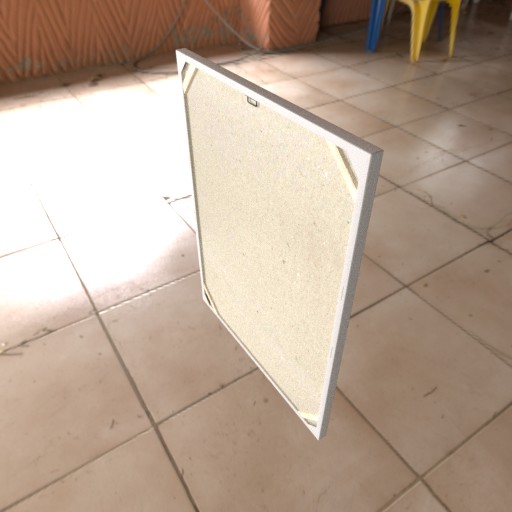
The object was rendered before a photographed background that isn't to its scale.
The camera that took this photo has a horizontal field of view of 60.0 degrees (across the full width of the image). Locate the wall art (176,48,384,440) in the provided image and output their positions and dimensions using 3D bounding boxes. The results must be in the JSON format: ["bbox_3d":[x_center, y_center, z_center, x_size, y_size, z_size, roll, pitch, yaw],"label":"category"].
[{"bbox_3d":[0.000,0.000,1.614,0.038,1.212,0.914,-24,46,-25],"label":"wall art"}]
